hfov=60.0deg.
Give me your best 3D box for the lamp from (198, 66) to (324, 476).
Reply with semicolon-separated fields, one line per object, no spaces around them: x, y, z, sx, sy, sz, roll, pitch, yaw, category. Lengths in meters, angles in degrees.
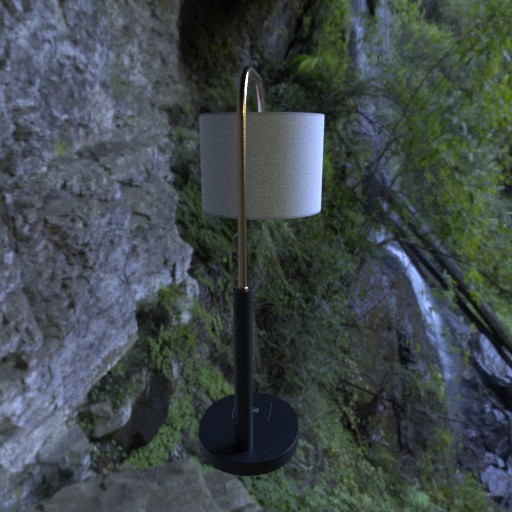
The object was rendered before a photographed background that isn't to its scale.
0.000;0.000;0.703;0.199;0.540;0.337;2;16;7;lamp
